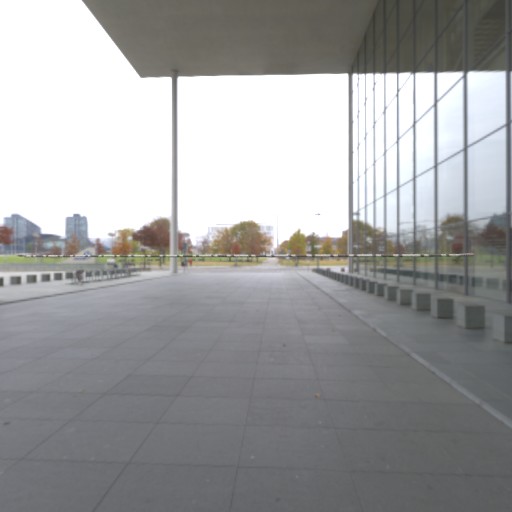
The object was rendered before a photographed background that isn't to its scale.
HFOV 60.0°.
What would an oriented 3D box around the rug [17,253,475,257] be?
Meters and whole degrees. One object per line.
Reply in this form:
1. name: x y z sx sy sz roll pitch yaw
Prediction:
1. rug: 0.000 0.000 2.934 2.425 0.014 1.563 0 0 18
